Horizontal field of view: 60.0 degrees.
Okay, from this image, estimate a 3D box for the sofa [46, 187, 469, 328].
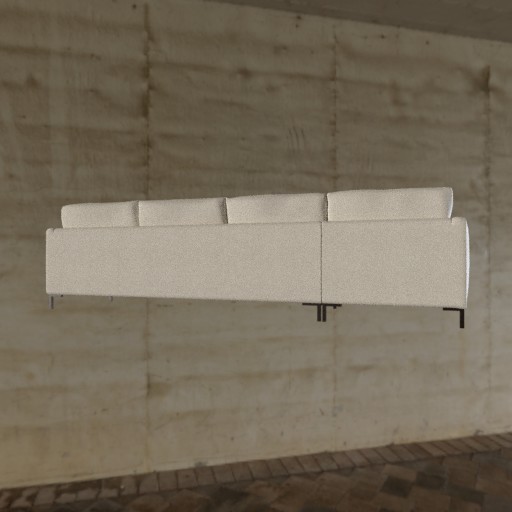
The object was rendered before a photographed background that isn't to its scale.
[{"bbox_3d":[0.000,0.000,3.789,3.186,0.875,1.467,0,0,19],"label":"sofa"}]
